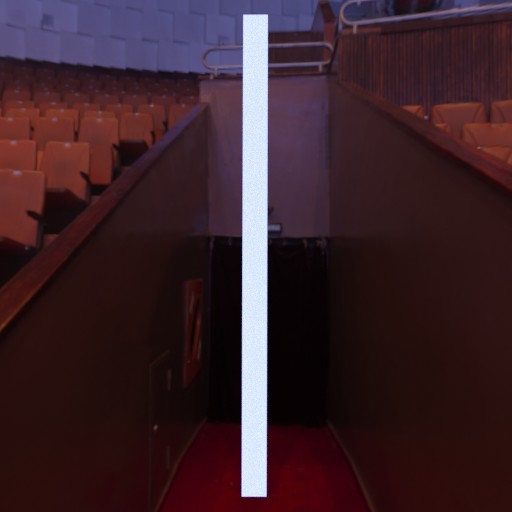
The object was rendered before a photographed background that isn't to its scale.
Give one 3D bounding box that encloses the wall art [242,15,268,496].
[{"bbox_3d":[0.000,0.000,0.726,0.030,0.549,0.443,0,0,0],"label":"wall art"}]
